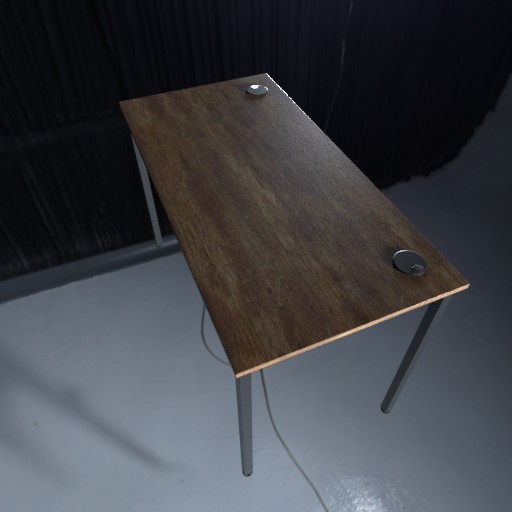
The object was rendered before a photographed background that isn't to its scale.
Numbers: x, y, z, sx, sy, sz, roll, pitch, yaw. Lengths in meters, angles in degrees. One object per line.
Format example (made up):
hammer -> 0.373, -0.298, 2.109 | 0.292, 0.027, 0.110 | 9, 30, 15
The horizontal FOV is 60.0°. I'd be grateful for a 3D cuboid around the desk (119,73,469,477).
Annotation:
desk -> 0.000, 0.000, 1.625 | 0.600, 0.749, 1.200 | -17, 50, -15
